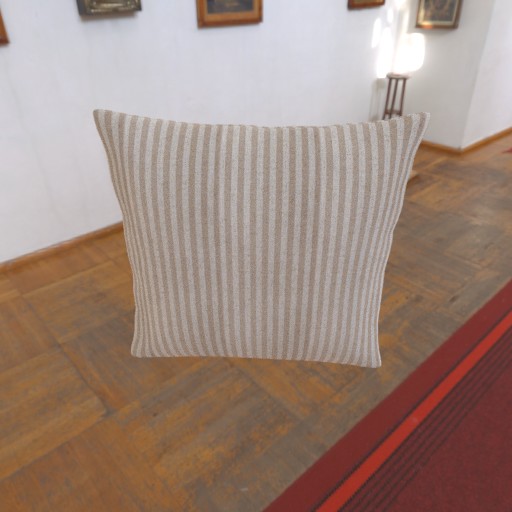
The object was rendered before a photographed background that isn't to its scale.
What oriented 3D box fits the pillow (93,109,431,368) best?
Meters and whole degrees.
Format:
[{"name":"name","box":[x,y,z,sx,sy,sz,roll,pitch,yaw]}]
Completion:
[{"name":"pillow","box":[0.000,0.000,0.801,0.523,0.510,0.166,2,31,3]}]
